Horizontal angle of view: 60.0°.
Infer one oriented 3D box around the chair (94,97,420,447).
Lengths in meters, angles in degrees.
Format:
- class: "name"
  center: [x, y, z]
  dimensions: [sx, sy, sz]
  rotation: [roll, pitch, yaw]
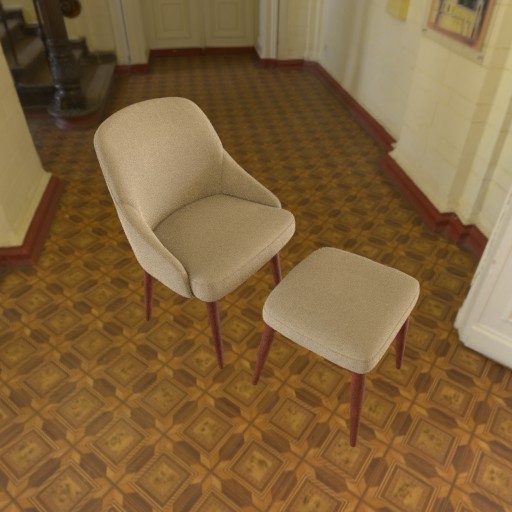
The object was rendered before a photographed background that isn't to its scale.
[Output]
- class: "chair"
  center: [0.000, 0.000, 1.600]
  dimensions: [1.114, 0.866, 0.584]
  rotation: [25, 45, 28]
